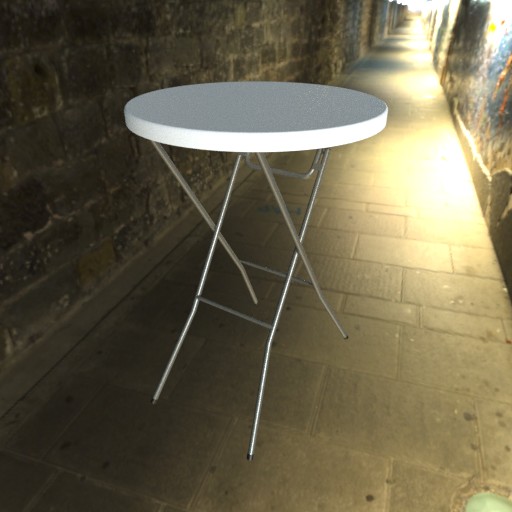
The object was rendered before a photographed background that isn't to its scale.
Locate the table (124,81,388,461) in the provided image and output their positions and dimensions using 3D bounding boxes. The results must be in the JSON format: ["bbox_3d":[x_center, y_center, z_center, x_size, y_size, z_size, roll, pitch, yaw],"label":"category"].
[{"bbox_3d":[0.000,0.000,1.643,0.792,1.105,0.795,18,34,28],"label":"table"}]
